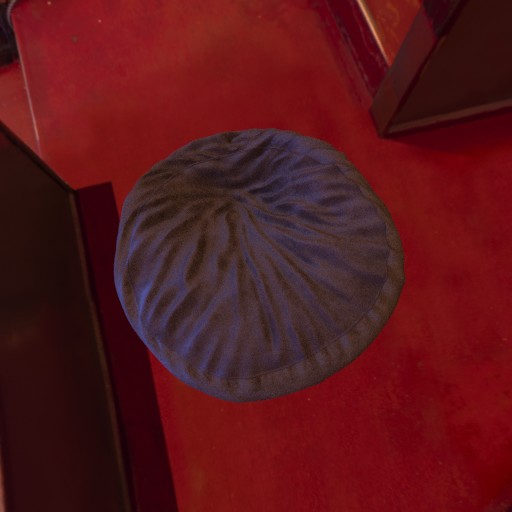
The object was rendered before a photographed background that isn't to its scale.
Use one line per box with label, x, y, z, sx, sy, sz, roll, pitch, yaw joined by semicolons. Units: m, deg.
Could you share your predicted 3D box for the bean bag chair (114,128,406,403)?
bean bag chair;0.000;0.000;2.061;1.245;0.821;1.245;0;75;0
